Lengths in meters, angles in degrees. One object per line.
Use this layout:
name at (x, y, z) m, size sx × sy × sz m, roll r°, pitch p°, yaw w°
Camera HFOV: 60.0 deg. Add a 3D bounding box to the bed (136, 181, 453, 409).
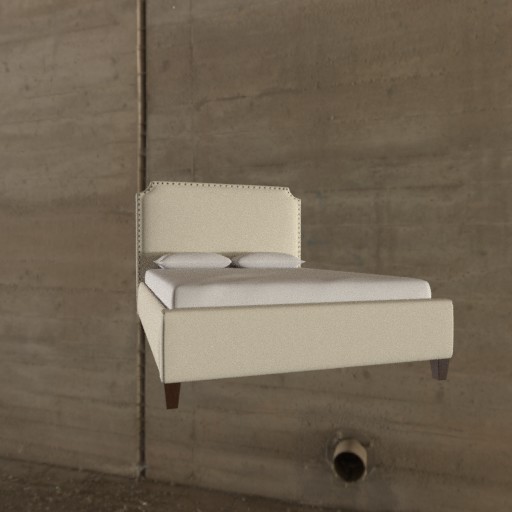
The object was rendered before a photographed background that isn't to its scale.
bed at (0.000, 0.000, 3.455) m, size 1.712 × 1.443 × 2.372 m, roll 0°, pitch 1°, yaw -18°
